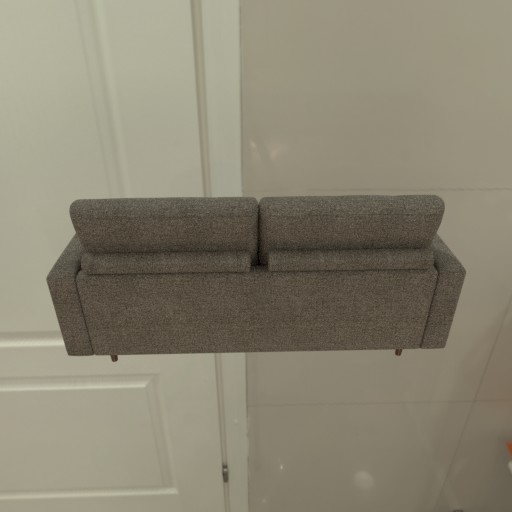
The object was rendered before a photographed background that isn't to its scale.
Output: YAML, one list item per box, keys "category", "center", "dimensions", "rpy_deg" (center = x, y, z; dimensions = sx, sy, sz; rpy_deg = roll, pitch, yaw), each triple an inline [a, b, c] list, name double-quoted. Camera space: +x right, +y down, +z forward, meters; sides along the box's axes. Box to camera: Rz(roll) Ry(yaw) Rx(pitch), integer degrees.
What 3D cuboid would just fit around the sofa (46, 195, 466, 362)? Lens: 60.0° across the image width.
- category: "sofa"
  center: [0.000, 0.000, 2.333]
  dimensions: [1.821, 0.902, 0.863]
  rpy_deg: [-1, 31, -1]
